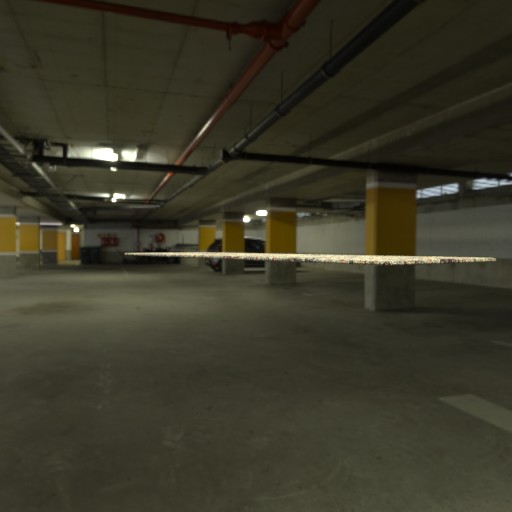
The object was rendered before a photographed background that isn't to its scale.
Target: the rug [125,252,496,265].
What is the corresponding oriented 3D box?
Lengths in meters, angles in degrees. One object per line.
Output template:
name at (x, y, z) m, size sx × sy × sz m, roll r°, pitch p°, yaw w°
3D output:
rug at (0.000, 0.000, 2.471) m, size 0.688 × 0.015 × 2.292 m, roll -1°, pitch 1°, yaw -36°
